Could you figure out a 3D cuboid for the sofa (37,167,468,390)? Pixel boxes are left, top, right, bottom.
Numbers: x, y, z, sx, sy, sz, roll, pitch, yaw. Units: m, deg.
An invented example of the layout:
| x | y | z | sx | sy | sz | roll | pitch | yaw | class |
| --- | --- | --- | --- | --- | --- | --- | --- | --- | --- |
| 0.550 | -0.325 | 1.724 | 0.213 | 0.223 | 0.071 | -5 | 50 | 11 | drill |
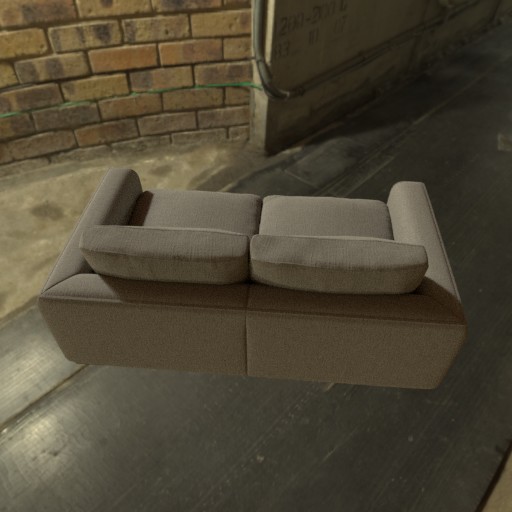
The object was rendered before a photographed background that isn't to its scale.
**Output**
| x | y | z | sx | sy | sz | roll | pitch | yaw | class |
| --- | --- | --- | --- | --- | --- | --- | --- | --- | --- |
| 0.000 | 0.000 | 2.382 | 1.920 | 0.800 | 1.069 | 3 | 45 | 3 | sofa |
